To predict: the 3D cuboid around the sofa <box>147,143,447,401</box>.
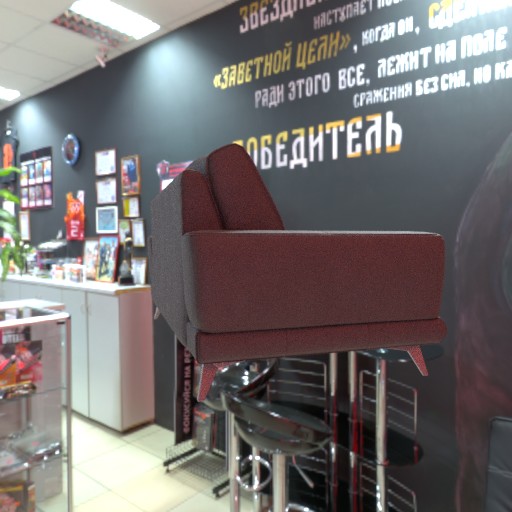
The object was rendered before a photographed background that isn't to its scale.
[{"bbox_3d":[0.000,0.000,2.388,1.018,0.907,1.806,-1,2,-18],"label":"sofa"}]
